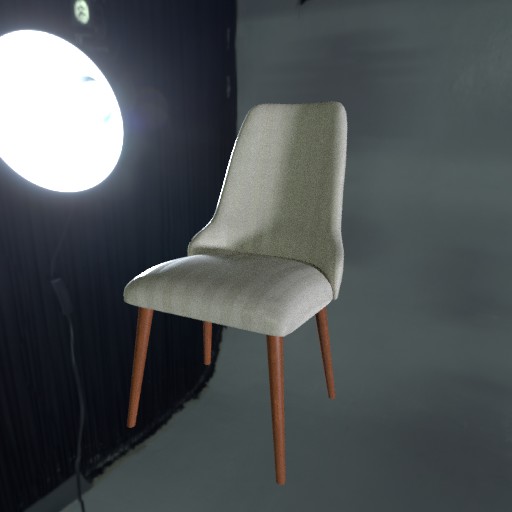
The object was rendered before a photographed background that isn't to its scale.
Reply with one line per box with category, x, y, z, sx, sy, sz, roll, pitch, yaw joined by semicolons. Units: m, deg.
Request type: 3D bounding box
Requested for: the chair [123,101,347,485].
chair;0.000;0.000;1.345;0.526;0.917;0.684;8;17;26
